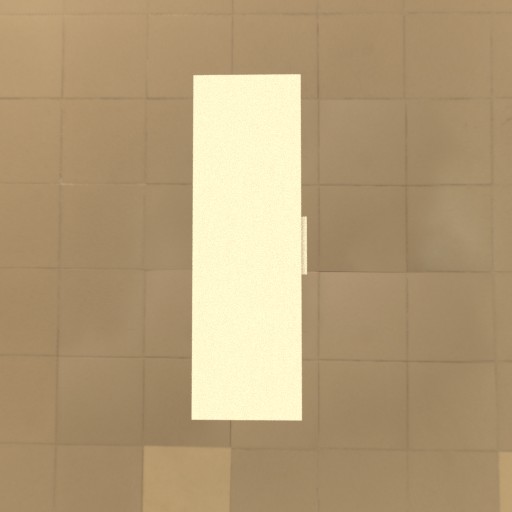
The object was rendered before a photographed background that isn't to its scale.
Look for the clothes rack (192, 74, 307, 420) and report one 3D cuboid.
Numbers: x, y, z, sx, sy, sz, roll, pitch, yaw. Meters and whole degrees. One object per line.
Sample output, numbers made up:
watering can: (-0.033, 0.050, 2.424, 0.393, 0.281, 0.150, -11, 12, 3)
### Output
clothes rack: (0.000, 0.000, 1.600, 0.250, 1.280, 0.750, 0, 88, 1)
